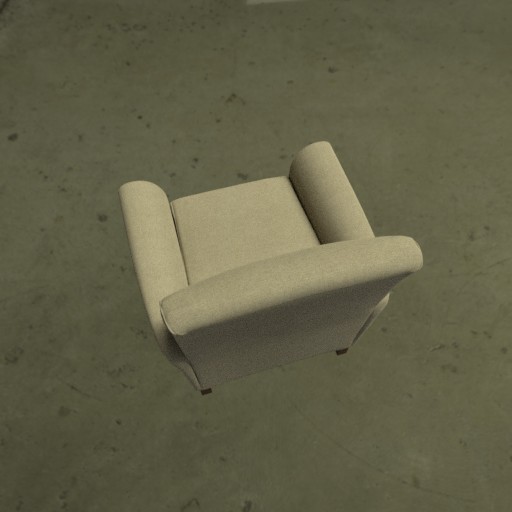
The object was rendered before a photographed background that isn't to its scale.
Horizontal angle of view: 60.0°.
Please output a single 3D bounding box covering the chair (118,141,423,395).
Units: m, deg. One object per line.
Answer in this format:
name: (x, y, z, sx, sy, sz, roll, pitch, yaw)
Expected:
chair: (0.000, 0.000, 1.806, 0.978, 1.061, 0.905, -14, 59, -9)
